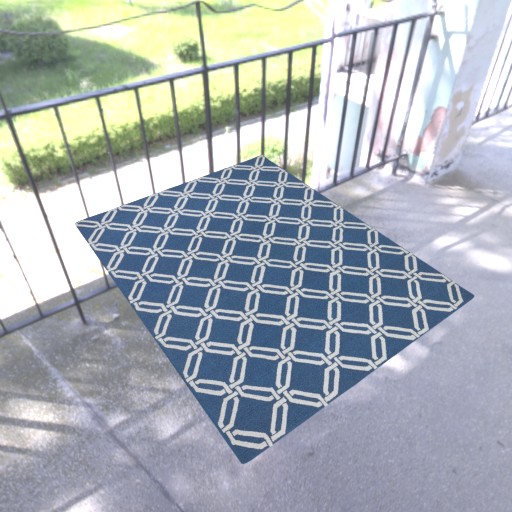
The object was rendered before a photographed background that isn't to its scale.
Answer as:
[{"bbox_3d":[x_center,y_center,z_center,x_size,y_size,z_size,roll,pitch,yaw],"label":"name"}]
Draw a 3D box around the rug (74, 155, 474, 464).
[{"bbox_3d":[0.000,0.000,3.909,2.277,0.020,2.867,-26,47,-26],"label":"rug"}]
